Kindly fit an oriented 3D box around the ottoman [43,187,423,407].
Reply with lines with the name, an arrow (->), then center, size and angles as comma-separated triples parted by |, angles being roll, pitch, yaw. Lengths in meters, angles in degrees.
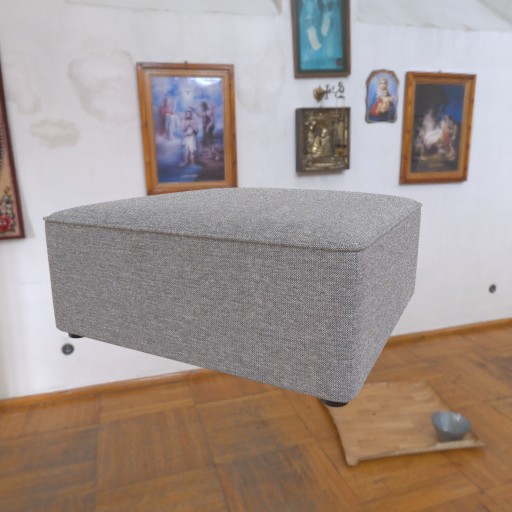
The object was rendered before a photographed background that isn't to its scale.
ottoman -> 0.000, 0.000, 1.611 | 1.005, 0.455, 1.005 | 7, 15, 27
